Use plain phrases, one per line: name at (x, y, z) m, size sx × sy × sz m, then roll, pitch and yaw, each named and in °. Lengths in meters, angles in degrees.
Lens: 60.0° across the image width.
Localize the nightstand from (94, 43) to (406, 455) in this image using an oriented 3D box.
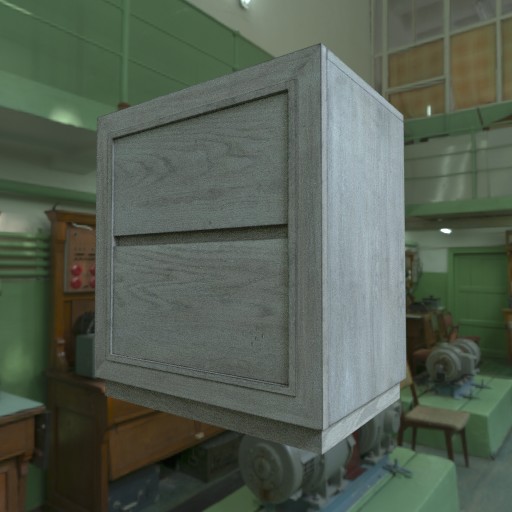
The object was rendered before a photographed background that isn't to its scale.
nightstand at (0.000, 0.000, 1.084) m, size 0.612 × 0.673 × 0.483 m, roll -1°, pitch -2°, yaw 36°
